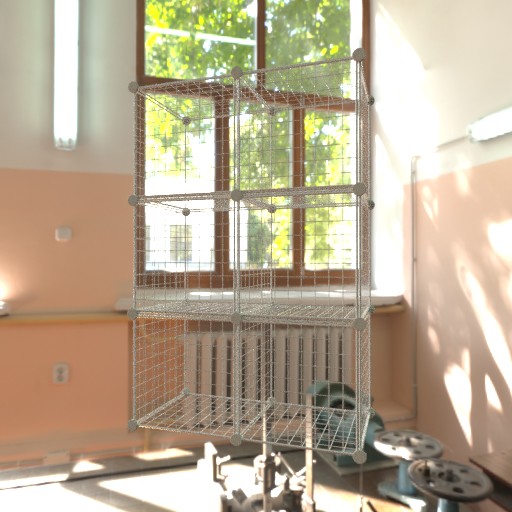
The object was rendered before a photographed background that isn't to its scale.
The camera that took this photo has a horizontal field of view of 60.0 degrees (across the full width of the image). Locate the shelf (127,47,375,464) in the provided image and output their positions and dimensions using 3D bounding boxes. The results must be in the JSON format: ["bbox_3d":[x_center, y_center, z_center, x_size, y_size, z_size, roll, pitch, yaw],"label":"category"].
[{"bbox_3d":[0.000,0.000,1.412,0.711,1.067,0.356,0,-1,19],"label":"shelf"}]
